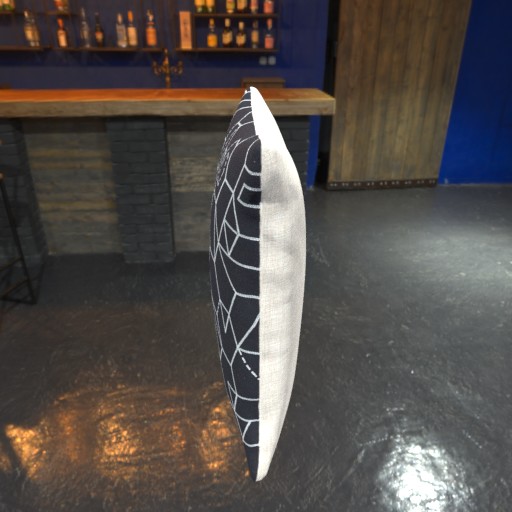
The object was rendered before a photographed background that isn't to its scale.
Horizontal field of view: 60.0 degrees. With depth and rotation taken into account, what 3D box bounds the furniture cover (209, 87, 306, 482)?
[{"bbox_3d":[0.000,0.000,0.779,0.158,0.508,0.517,-1,27,-2],"label":"furniture cover"}]
